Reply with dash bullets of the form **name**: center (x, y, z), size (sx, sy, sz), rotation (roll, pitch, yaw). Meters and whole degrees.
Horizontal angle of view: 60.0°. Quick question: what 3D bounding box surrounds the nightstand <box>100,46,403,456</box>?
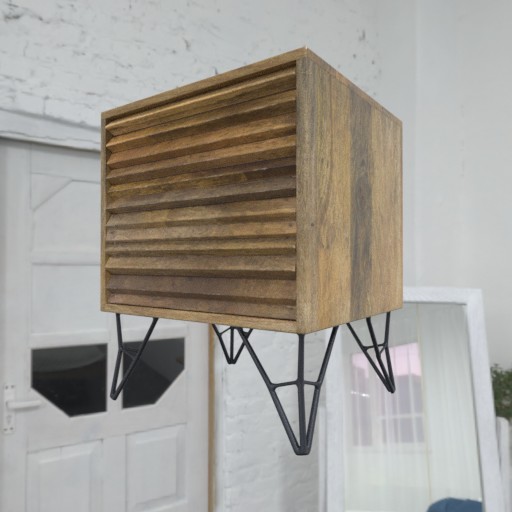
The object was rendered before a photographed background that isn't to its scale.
- **nightstand**: center (0.000, 0.000, 0.886), size (0.457, 0.559, 0.406), rotation (0, -1, 36)
